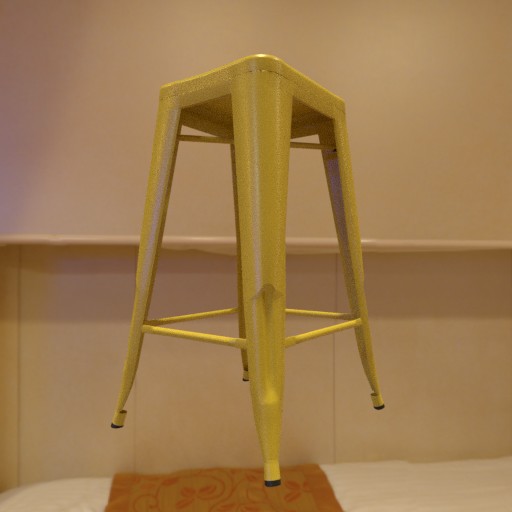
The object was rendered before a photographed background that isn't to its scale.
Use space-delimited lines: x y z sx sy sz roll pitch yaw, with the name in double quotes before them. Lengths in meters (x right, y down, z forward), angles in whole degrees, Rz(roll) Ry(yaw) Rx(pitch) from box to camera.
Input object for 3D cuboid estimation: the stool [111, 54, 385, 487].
"stool" 0.000 0.000 0.838 0.359 0.609 0.399 0 0 36
